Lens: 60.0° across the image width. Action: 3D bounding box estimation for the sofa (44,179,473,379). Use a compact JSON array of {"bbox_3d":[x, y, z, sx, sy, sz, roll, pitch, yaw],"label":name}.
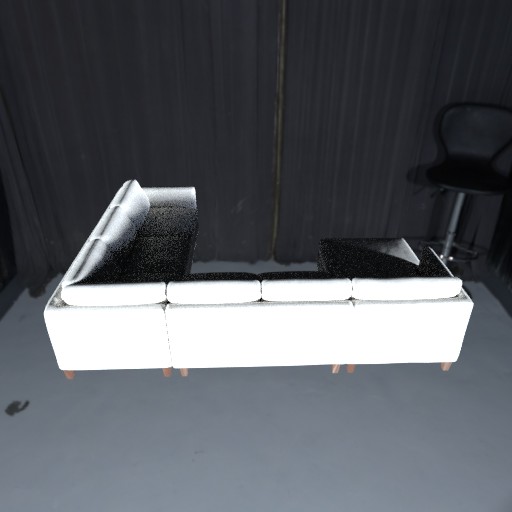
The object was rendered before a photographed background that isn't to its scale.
[{"bbox_3d":[0.000,0.000,4.489,3.238,0.853,2.551,-1,30,-2],"label":"sofa"}]
